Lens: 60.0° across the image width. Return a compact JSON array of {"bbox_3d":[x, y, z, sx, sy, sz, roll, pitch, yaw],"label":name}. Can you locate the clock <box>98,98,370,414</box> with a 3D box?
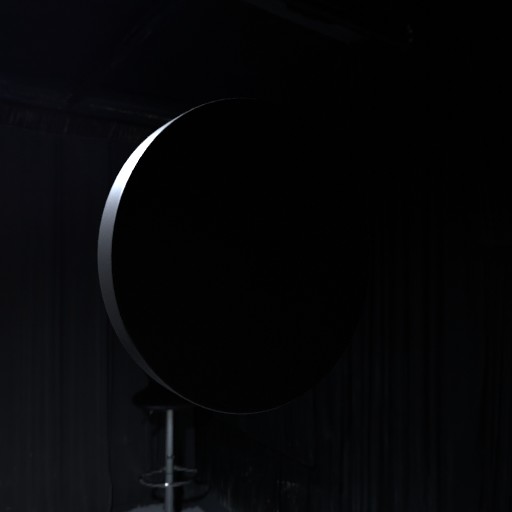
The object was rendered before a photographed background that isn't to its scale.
[{"bbox_3d":[0.000,0.000,0.463,0.314,0.314,0.040,0,0,-35],"label":"clock"}]
